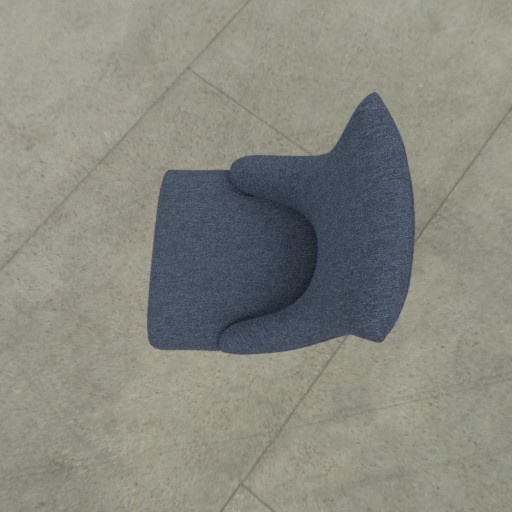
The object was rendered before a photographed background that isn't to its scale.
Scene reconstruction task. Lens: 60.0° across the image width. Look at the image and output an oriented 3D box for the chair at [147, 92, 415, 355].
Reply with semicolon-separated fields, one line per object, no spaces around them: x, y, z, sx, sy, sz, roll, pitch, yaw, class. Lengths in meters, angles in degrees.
0.000;0.000;1.293;0.629;0.909;0.566;2;77;1;chair
